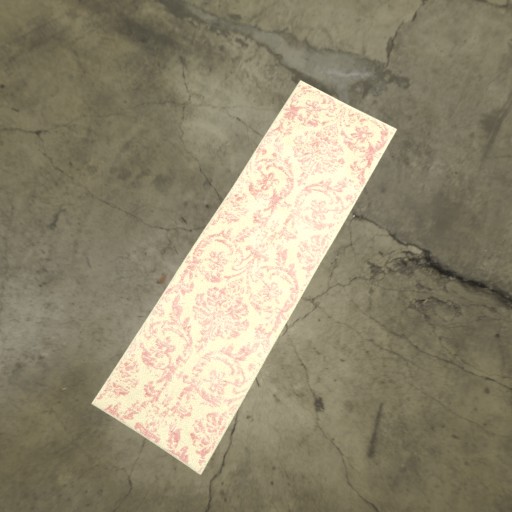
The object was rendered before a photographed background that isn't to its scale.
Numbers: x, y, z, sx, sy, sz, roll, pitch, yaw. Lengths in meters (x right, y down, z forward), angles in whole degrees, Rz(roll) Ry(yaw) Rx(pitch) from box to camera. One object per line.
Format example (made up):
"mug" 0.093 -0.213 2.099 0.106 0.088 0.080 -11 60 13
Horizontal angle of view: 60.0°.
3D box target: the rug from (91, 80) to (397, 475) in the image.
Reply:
"rug" 0.000 0.000 2.453 0.662 0.011 2.196 30 78 7
